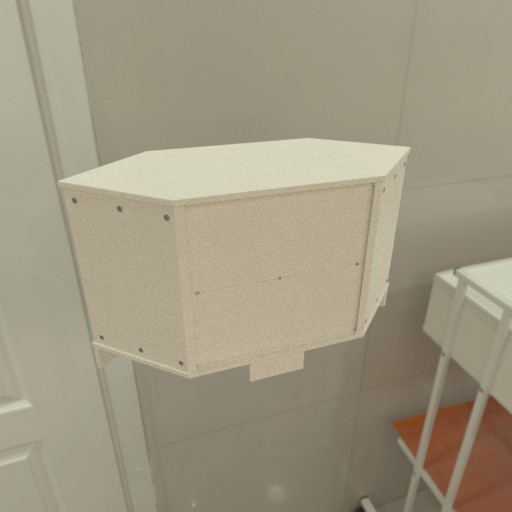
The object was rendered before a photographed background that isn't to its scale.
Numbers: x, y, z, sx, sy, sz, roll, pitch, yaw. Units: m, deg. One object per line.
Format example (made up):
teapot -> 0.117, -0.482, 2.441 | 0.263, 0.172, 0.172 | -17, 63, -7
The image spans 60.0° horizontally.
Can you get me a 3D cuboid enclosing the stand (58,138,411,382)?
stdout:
stand -> 0.000, 0.000, 1.426 | 1.072, 0.614, 0.477 | -9, 29, -17
